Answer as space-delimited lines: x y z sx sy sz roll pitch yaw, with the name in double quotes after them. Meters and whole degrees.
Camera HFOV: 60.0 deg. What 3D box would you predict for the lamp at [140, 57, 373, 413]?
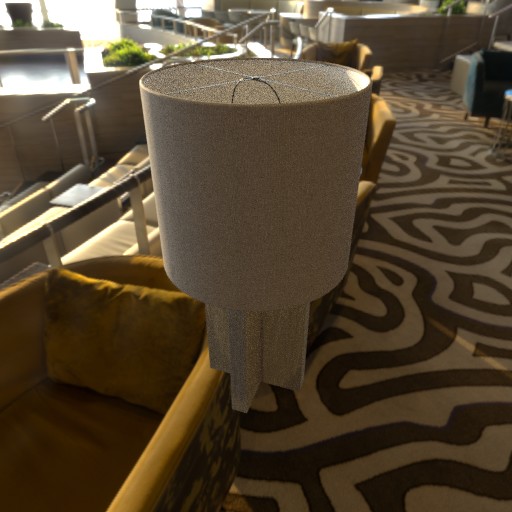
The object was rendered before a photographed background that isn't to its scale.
0.000 0.000 0.559 0.229 0.428 0.229 10 34 16 "lamp"
